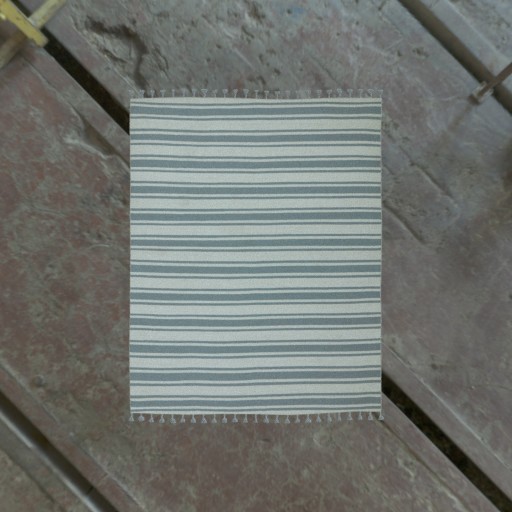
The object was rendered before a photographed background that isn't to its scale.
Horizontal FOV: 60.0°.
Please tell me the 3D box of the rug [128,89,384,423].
[{"bbox_3d":[0.000,0.000,4.237,2.439,0.005,3.201,0,90,0],"label":"rug"}]
